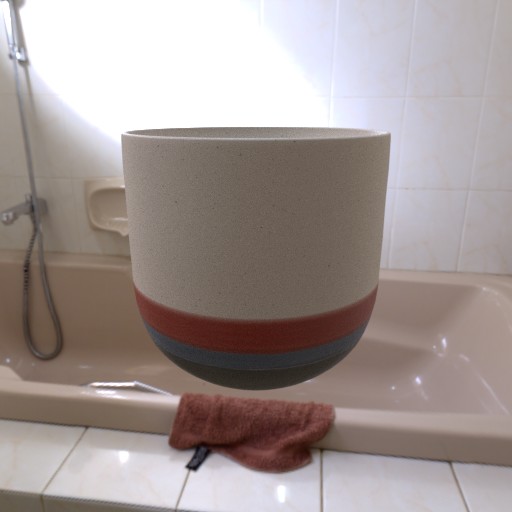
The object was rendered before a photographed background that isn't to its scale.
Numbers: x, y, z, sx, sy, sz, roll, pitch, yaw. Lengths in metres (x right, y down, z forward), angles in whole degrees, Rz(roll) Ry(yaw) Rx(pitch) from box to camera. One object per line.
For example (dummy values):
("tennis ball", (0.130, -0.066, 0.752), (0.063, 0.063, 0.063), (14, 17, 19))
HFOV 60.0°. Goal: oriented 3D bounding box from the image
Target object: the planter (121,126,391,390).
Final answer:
("planter", (0.000, 0.000, 0.496), (0.268, 0.270, 0.268), (0, 18, 0))
